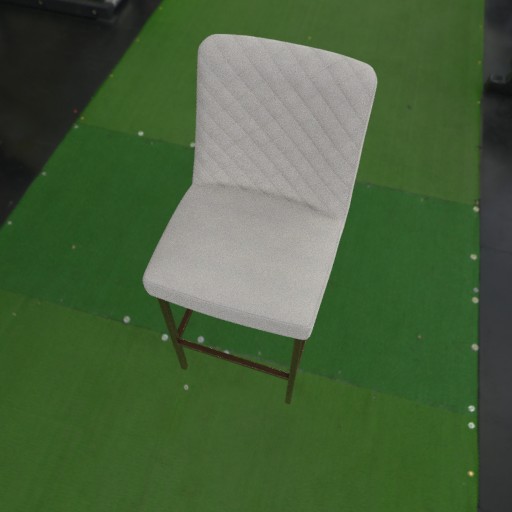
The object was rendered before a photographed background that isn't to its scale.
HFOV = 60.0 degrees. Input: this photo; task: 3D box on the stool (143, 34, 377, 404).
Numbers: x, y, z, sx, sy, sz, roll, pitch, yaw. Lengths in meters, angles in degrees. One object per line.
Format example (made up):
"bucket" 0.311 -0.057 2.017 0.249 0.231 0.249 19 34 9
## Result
"stool" 0.000 0.000 1.355 0.462 1.084 0.546 16 60 9
